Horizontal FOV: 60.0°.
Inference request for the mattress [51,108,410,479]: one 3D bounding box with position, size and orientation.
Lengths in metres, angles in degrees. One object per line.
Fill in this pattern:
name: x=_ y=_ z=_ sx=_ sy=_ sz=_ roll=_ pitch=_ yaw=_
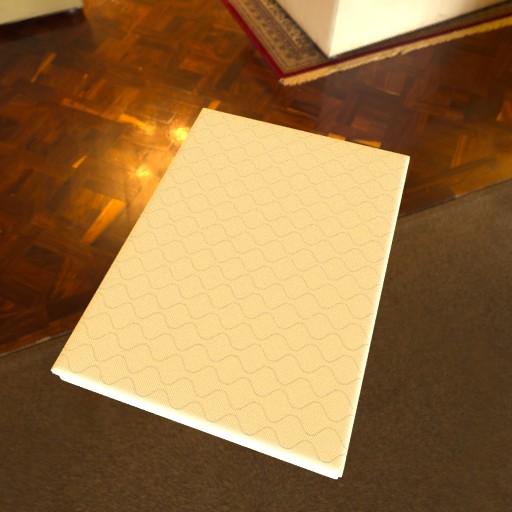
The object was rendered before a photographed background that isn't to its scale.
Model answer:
mattress: x=0.000 y=0.000 z=2.494 sx=1.400 sy=0.200 sz=1.900 roll=16 pitch=60 yaw=9
